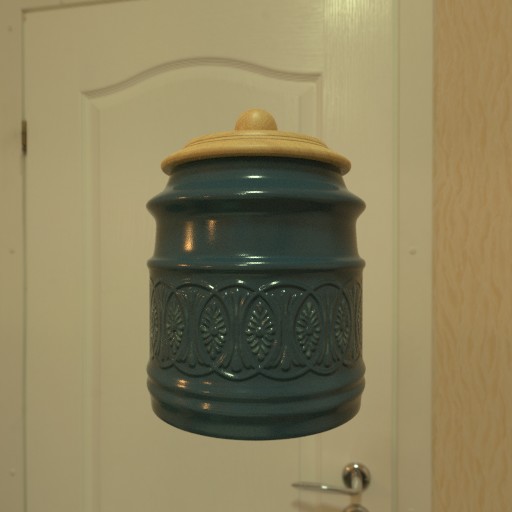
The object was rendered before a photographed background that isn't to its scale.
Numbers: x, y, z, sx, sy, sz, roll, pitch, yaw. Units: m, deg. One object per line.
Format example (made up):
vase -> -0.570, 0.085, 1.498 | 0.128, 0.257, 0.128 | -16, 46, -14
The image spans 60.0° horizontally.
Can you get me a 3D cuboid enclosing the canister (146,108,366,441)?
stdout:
canister -> 0.000, 0.000, 0.269 | 0.130, 0.176, 0.130 | 0, 1, 0
